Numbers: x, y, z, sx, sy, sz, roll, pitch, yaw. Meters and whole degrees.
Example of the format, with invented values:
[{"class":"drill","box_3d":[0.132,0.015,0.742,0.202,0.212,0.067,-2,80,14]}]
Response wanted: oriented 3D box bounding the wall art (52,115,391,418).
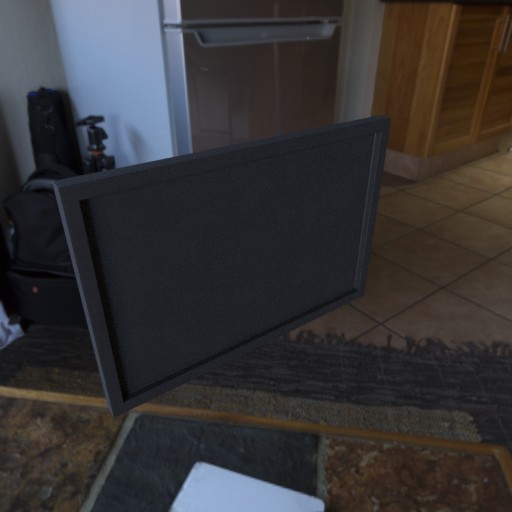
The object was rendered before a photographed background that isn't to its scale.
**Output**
[{"class":"wall art","box_3d":[0.000,0.000,0.586,0.443,0.301,0.021,-20,36,-30]}]
